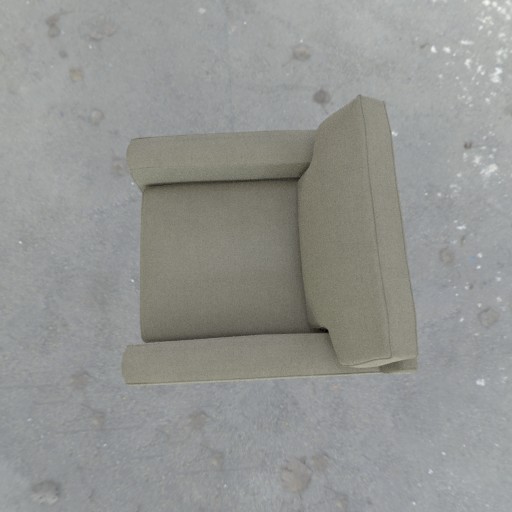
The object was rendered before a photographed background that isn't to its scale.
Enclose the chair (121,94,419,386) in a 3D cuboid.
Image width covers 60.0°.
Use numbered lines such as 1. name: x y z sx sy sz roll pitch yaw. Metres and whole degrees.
1. chair: 0.000 0.000 1.851 1.044 0.934 0.999 -3 76 -1
